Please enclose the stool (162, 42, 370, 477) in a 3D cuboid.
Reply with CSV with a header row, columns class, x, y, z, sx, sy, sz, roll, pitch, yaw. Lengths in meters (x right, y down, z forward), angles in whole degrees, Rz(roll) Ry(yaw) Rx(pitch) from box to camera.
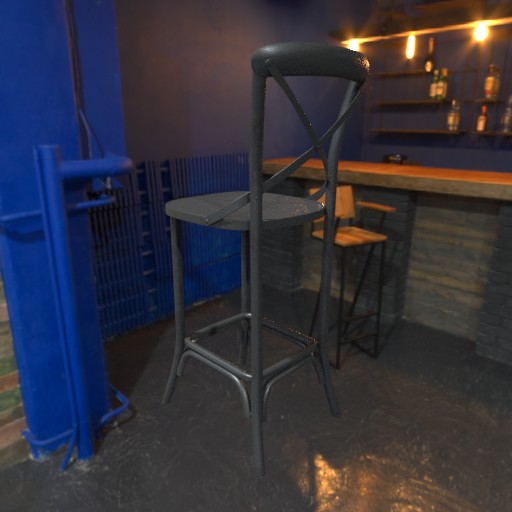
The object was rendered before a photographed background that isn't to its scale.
class,x,y,z,sx,sy,sz,roll,pitch,yaw
stool,0.000,0.000,1.421,0.457,1.168,0.584,-16,23,-42
